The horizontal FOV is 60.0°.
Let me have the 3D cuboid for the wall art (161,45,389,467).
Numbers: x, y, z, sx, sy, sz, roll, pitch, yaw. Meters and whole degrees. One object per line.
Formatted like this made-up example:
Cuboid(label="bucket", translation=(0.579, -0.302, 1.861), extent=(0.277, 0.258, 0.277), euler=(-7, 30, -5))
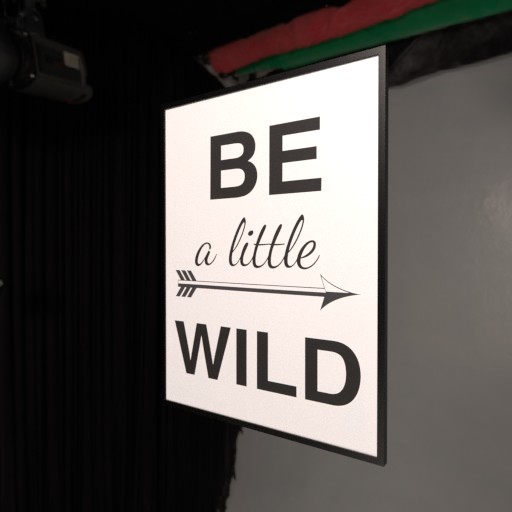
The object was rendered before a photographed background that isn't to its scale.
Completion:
Cuboid(label="wall art", translation=(0.000, 0.000, 0.743), extent=(0.442, 0.582, 0.013), euler=(1, 1, 35))
